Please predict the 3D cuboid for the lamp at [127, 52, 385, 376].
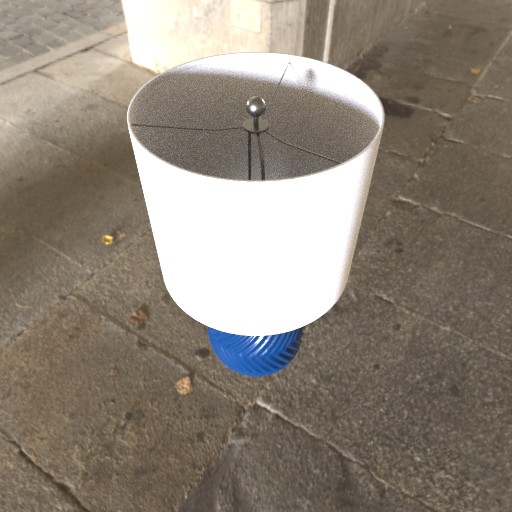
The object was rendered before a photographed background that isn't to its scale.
[{"bbox_3d":[0.000,0.000,0.486,0.203,0.368,0.203,-8,47,-8],"label":"lamp"}]
